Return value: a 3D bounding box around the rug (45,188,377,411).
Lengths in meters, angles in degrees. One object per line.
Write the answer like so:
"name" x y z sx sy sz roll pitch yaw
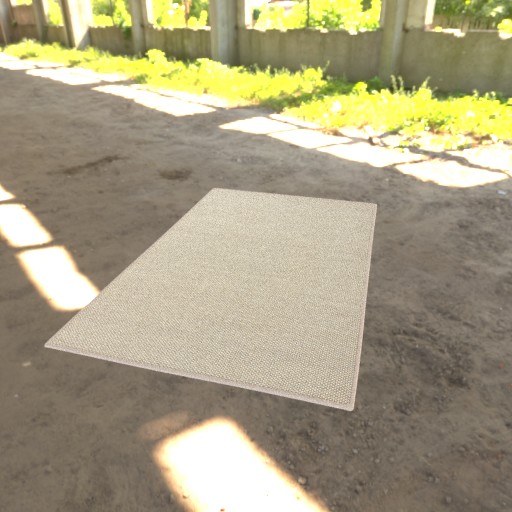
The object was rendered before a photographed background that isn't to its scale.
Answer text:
"rug" 0.000 0.000 2.123 1.067 0.013 1.676 8 29 14
